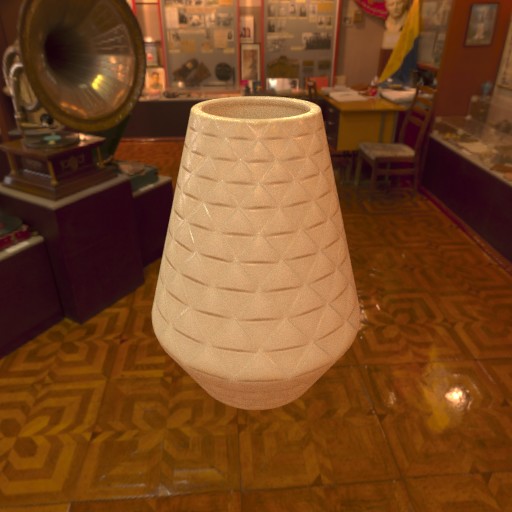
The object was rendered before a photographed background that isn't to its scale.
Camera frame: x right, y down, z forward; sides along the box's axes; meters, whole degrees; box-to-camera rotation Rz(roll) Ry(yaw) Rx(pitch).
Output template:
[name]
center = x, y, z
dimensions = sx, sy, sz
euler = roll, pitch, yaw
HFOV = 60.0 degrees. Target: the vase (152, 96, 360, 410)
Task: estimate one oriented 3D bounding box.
[vase]
center = 0.000, 0.000, 0.356
dimensions = 0.175, 0.230, 0.175
euler = 0, 29, 0
